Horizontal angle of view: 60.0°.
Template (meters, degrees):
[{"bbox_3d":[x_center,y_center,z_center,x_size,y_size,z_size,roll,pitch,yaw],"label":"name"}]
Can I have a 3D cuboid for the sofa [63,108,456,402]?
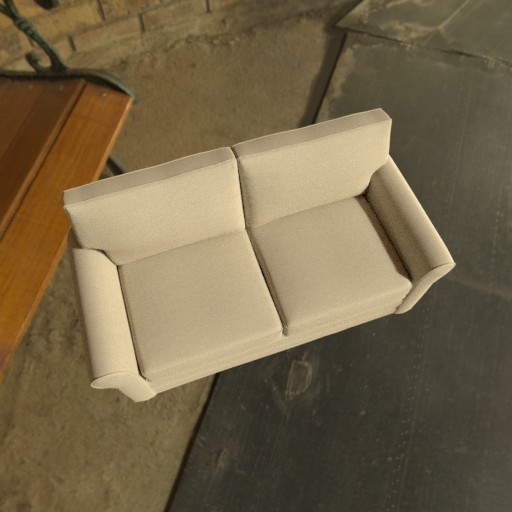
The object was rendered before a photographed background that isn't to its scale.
[{"bbox_3d":[0.000,0.000,2.274,1.774,0.933,0.861,-17,64,-9],"label":"sofa"}]
